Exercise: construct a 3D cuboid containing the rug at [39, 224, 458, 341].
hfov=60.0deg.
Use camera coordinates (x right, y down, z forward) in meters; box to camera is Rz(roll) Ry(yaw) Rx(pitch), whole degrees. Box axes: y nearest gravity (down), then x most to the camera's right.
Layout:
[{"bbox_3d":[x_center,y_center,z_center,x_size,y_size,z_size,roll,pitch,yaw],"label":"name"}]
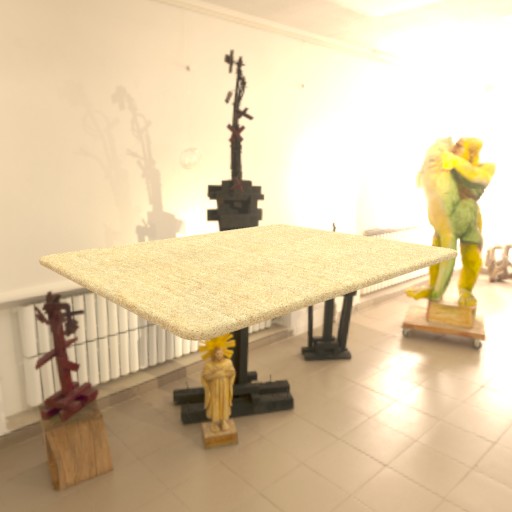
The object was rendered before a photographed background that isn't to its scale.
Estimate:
[{"bbox_3d":[0.000,0.000,3.345,2.528,0.048,2.009,-11,17,-41],"label":"rug"}]
